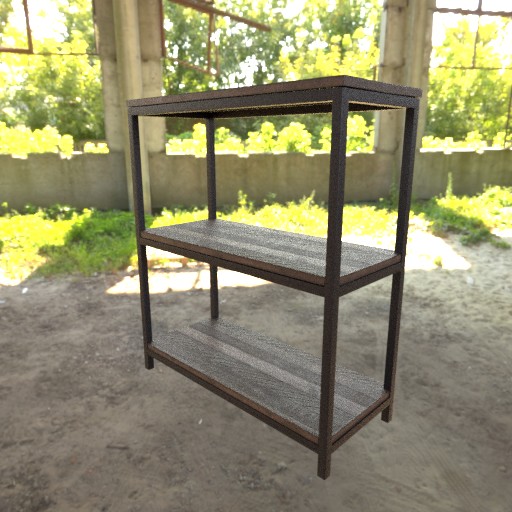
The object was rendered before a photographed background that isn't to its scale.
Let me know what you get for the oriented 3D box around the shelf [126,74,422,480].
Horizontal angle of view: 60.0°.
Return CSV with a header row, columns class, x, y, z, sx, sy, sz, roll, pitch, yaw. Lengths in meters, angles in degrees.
class,x,y,z,sx,sy,sz,roll,pitch,yaw
shelf,0.000,0.000,1.385,0.822,0.947,0.352,14,20,42
